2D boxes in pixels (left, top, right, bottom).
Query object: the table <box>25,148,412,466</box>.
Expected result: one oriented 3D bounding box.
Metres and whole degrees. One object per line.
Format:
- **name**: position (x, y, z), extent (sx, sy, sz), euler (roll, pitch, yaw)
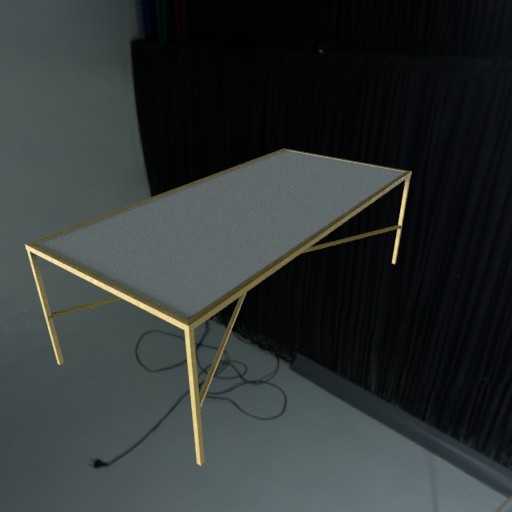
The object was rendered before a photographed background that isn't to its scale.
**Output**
- **table**: position (0.000, 0.000, 1.504), extent (0.580, 0.398, 1.206), euler (19, 33, 32)
